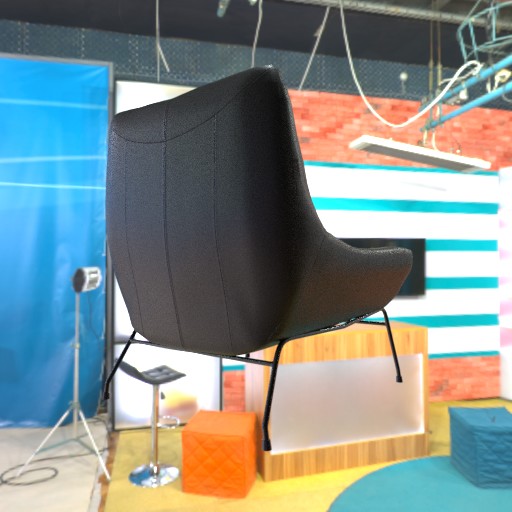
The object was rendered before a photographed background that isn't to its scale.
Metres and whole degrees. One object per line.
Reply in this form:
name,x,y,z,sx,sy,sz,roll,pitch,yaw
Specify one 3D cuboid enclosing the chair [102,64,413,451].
chair,0.000,0.000,1.538,0.836,0.922,0.826,-1,-1,37
